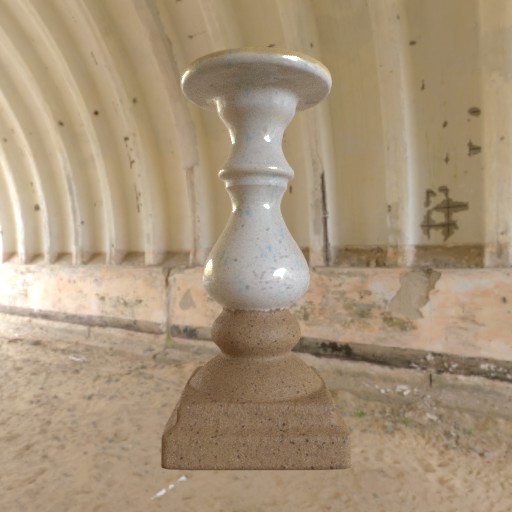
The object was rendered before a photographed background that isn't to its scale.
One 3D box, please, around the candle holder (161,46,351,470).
[{"bbox_3d":[0.000,0.000,0.301,0.110,0.239,0.110,0,0,0],"label":"candle holder"}]
